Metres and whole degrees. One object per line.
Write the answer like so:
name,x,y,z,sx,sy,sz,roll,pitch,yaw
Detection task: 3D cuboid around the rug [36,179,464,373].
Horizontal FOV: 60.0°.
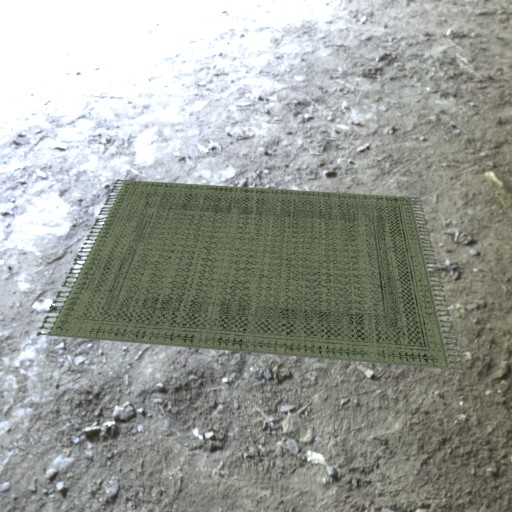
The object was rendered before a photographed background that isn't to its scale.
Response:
rug,0.000,0.000,3.054,2.486,0.013,1.548,4,46,4
